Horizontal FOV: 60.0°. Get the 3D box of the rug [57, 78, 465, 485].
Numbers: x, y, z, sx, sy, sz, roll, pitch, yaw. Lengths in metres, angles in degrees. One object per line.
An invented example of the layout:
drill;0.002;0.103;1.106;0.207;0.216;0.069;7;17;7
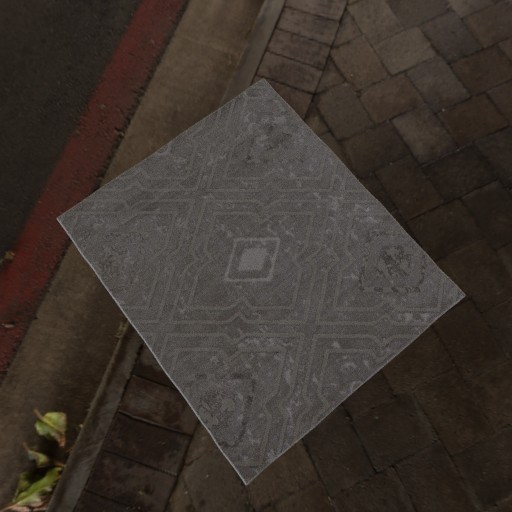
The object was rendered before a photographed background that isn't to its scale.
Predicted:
rug;0.000;0.000;0.892;0.548;0.006;0.639;-37;78;-10
